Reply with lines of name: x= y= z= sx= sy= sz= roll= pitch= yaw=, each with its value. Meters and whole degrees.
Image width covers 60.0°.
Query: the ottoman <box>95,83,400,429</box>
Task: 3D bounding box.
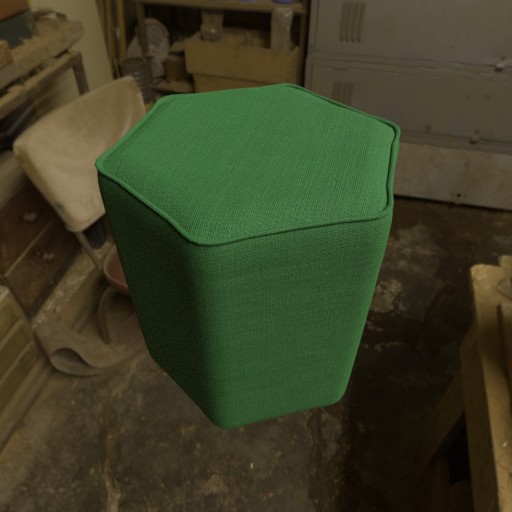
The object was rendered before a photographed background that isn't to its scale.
ottoman: x=0.000 y=0.000 z=0.862 sx=0.444 sy=0.507 sz=0.499 roll=11 pitch=44 yaw=12
